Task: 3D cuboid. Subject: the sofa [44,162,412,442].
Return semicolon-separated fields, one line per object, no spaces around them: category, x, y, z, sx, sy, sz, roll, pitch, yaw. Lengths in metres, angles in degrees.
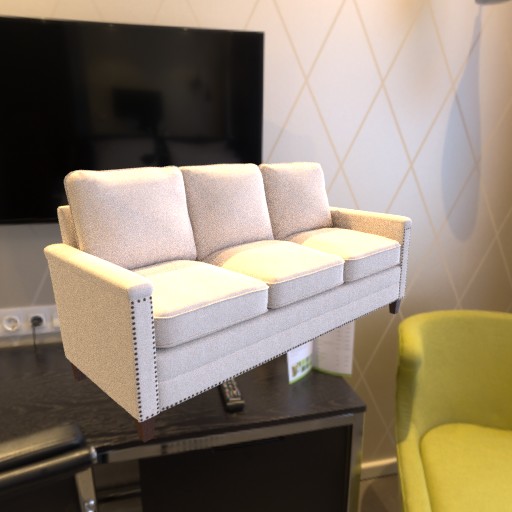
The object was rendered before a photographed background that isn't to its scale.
sofa;0.000;0.000;2.398;1.925;0.961;0.828;-14;20;-42
